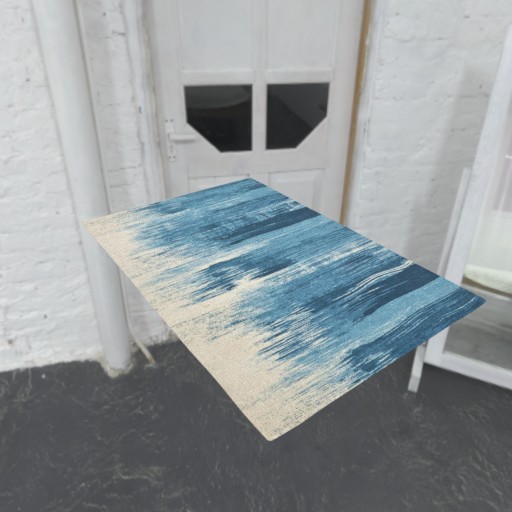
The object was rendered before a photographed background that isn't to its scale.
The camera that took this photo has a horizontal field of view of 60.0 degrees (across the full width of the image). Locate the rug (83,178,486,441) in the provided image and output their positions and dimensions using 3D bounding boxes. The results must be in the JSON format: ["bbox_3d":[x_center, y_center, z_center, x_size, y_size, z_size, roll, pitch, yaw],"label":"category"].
[{"bbox_3d":[0.000,0.000,2.298,1.232,0.009,1.836,-21,37,-30],"label":"rug"}]
